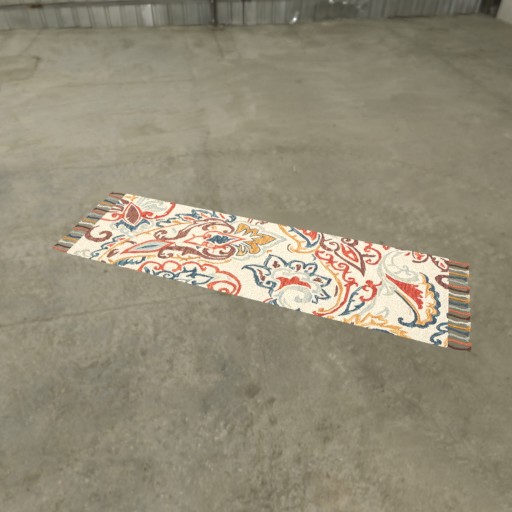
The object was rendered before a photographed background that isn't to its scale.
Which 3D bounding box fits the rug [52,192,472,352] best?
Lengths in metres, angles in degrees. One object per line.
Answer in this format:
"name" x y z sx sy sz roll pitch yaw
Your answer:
"rug" 0.000 0.000 2.957 2.682 0.015 0.763 13 42 14
